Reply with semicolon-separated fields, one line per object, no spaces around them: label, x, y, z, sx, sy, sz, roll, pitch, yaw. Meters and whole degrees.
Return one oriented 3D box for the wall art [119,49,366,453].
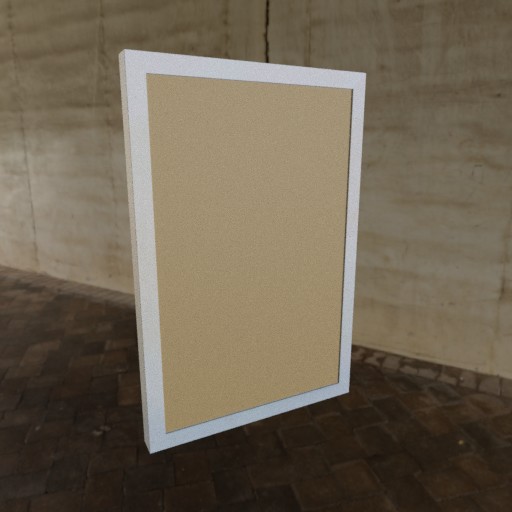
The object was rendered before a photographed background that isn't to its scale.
wall art;0.000;0.000;0.759;0.408;0.611;0.038;-7;15;-27
